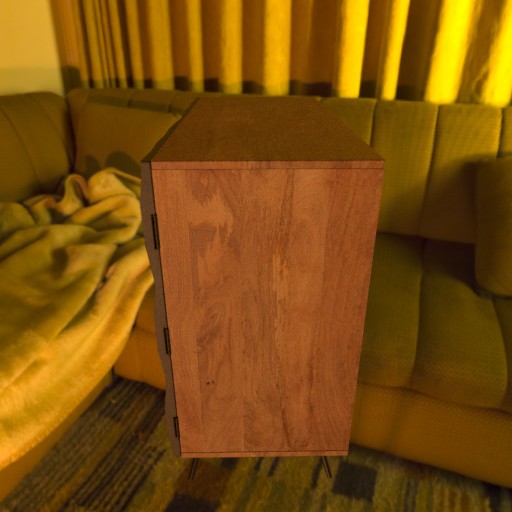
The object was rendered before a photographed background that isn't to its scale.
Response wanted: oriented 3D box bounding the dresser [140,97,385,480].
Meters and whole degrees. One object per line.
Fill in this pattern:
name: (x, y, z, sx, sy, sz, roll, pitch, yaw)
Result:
dresser: (0.000, 0.000, 1.404, 0.446, 0.847, 0.967, 0, 26, -1)
